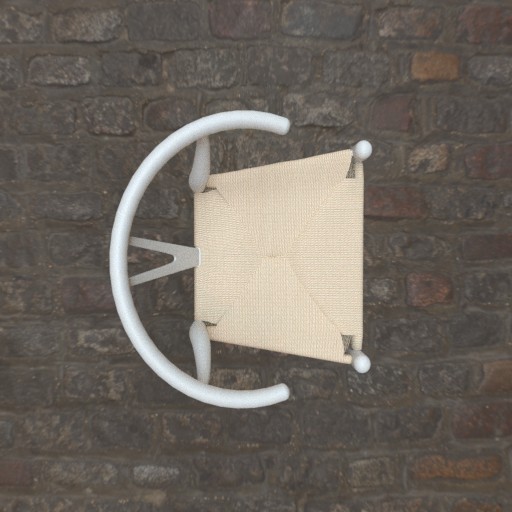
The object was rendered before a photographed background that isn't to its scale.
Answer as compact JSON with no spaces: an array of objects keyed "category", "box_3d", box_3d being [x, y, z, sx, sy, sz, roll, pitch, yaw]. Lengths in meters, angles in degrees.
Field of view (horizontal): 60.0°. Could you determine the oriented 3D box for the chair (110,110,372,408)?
[{"category":"chair","box_3d":[0.000,0.000,1.094,0.500,0.736,0.533,0,92,-1]}]
